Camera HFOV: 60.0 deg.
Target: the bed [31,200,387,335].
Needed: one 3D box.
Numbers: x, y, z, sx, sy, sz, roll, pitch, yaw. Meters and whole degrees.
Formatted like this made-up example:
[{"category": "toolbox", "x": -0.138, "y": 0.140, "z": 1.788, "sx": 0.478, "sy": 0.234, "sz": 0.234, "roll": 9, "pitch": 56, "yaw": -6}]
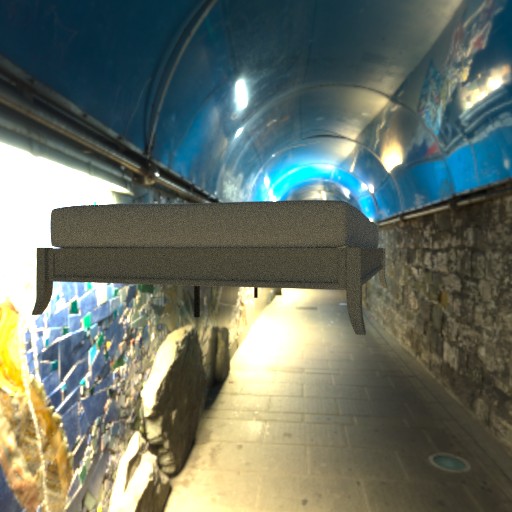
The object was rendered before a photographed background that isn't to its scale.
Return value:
[{"category": "bed", "x": 0.000, "y": 0.000, "z": 2.689, "sx": 1.460, "sy": 0.510, "sz": 1.985, "roll": 0, "pitch": 1, "yaw": 19}]
